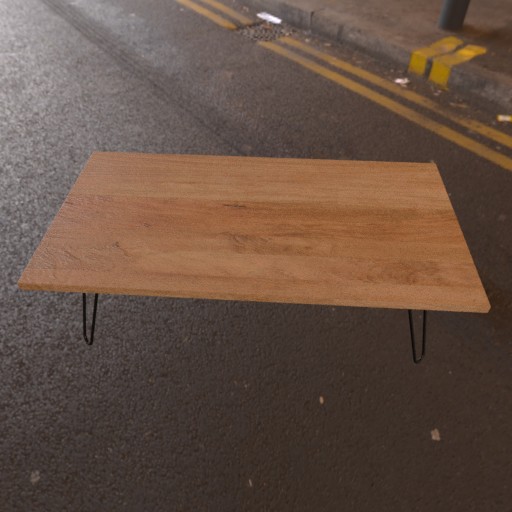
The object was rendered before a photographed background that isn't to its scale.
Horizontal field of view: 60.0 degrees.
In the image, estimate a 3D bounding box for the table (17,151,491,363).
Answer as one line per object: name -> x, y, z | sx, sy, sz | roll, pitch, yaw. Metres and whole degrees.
table -> 0.000, 0.000, 1.642 | 1.348, 0.400, 0.699 | 3, 46, 3
